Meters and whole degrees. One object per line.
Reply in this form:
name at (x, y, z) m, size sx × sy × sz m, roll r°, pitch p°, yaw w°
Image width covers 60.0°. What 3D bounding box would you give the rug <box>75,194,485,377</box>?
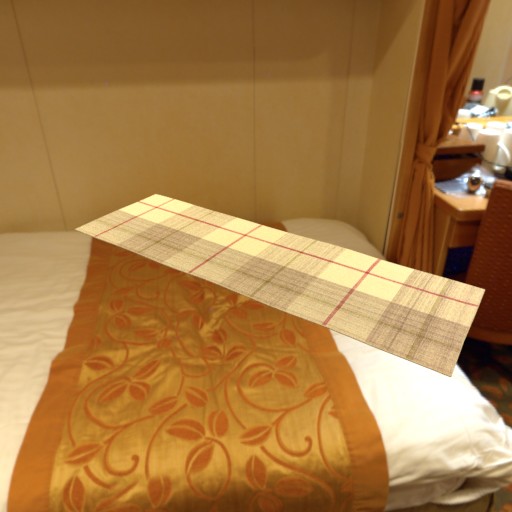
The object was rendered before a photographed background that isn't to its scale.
rug at (0.000, 0.000, 2.683) m, size 2.439 × 0.013 × 0.762 m, roll 18°, pitch 35°, yaw 29°
